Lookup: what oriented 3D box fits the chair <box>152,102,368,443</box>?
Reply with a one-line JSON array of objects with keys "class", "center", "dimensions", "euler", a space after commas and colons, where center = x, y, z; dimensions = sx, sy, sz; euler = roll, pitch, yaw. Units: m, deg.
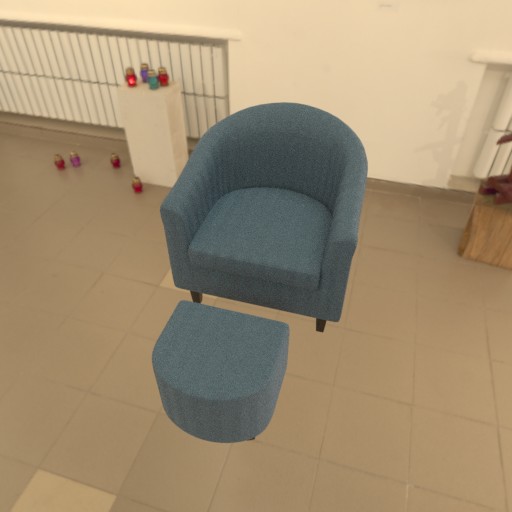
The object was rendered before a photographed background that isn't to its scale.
[{"class": "chair", "center": [0.000, 0.000, 1.768], "dimensions": [0.756, 0.757, 1.288], "euler": [11, 43, 12]}]
